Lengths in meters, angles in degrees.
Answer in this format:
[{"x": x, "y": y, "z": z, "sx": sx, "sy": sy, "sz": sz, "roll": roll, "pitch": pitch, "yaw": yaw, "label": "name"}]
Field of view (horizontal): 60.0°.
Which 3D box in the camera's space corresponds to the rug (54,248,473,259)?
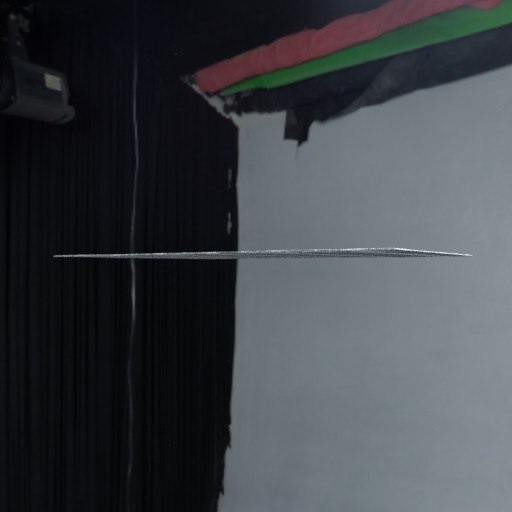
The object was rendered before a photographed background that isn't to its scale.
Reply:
[{"x": 0.000, "y": 0.000, "z": 3.017, "sx": 2.434, "sy": 0.015, "sz": 1.520, "roll": -1, "pitch": -1, "yaw": 36, "label": "rug"}]
